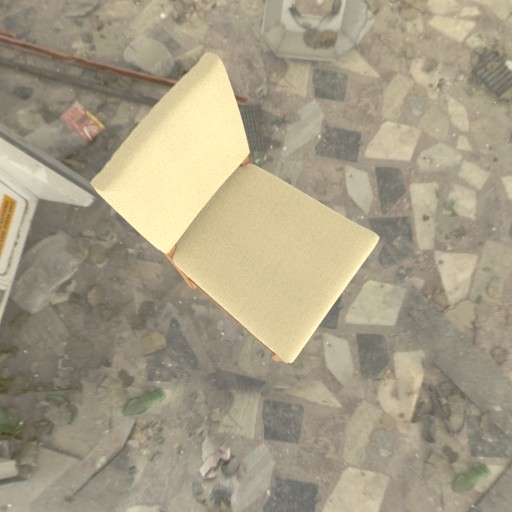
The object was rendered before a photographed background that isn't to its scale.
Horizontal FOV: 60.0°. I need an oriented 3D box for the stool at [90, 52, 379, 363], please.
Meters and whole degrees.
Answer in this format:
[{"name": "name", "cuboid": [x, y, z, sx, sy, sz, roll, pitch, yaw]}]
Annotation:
[{"name": "stool", "cuboid": [0.000, 0.000, 1.396, 0.546, 1.143, 0.428, 36, 79, 8]}]
